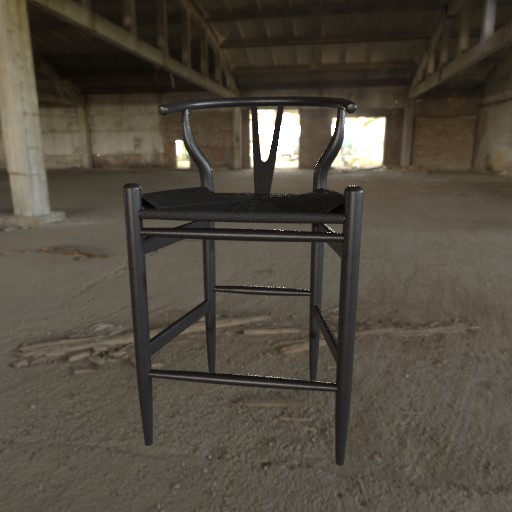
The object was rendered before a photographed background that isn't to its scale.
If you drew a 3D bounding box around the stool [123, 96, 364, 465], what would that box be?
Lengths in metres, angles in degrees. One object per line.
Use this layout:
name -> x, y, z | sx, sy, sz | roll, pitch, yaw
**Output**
stool -> 0.000, 0.000, 1.344 | 0.569, 0.970, 0.579 | 2, 14, 8
